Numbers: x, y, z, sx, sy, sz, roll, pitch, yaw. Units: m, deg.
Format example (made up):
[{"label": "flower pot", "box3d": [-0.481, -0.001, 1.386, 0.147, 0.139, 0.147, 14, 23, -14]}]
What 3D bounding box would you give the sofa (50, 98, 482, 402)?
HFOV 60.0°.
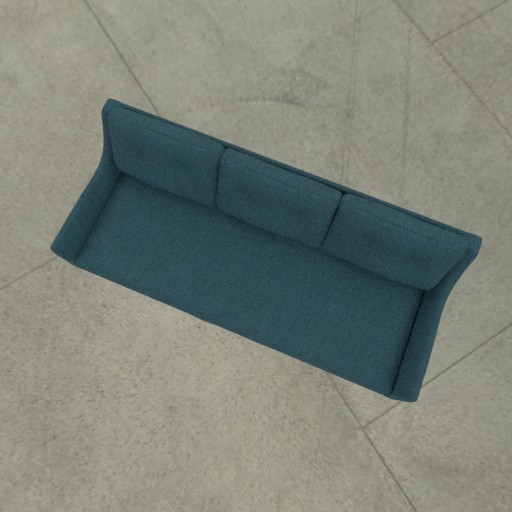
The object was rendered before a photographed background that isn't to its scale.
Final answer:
[{"label": "sofa", "box3d": [0.000, 0.000, 2.459, 2.060, 0.837, 0.849, 22, 76, 6]}]
